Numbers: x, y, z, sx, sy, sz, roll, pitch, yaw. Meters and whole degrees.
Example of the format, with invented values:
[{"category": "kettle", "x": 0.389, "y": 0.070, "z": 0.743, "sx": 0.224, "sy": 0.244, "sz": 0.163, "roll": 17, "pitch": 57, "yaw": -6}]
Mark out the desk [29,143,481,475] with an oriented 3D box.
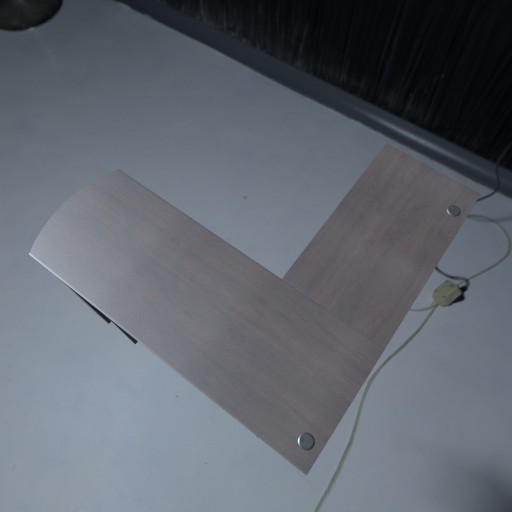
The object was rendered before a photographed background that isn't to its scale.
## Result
[{"category": "desk", "x": 0.000, "y": 0.000, "z": 2.113, "sx": 1.361, "sy": 0.716, "sz": 1.303, "roll": 34, "pitch": 70, "yaw": 14}]
